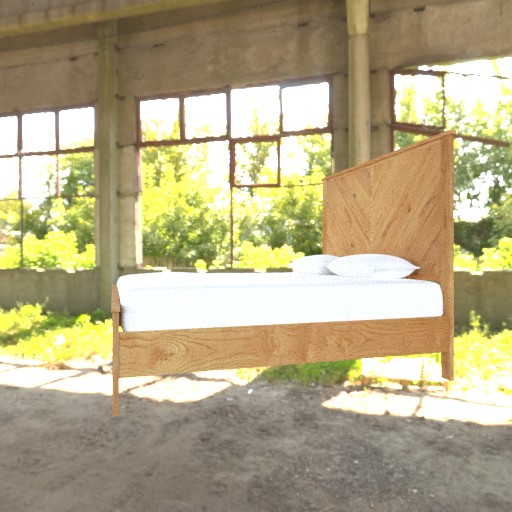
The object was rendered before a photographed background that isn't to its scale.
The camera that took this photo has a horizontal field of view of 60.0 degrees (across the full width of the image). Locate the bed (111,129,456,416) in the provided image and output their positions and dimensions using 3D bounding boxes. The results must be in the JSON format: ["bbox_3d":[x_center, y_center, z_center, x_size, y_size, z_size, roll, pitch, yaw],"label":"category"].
[{"bbox_3d":[0.000,0.000,4.088,2.530,1.938,2.225,0,0,-18],"label":"bed"}]
